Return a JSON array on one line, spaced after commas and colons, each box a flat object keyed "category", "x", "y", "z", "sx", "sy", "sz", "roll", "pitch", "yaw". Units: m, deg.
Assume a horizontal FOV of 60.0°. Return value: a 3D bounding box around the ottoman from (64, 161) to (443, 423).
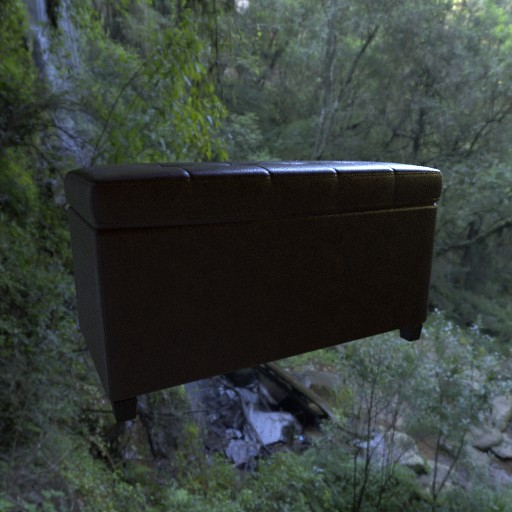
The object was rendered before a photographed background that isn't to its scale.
[{"category": "ottoman", "x": 0.000, "y": 0.000, "z": 1.130, "sx": 0.838, "sy": 0.470, "sz": 0.432, "roll": -7, "pitch": 15, "yaw": -27}]
